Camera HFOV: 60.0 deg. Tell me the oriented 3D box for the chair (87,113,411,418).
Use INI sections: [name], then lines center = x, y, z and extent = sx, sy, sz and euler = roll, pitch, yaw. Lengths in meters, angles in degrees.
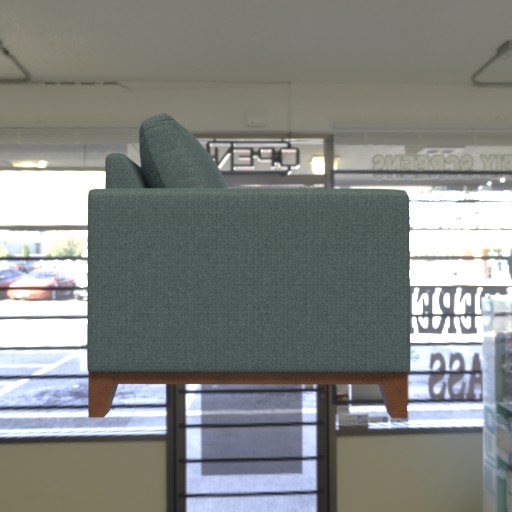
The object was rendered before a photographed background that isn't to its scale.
[chair]
center = 0.000, 0.000, 1.865
extent = 1.038, 1.010, 1.024
euler = 0, -1, 0
